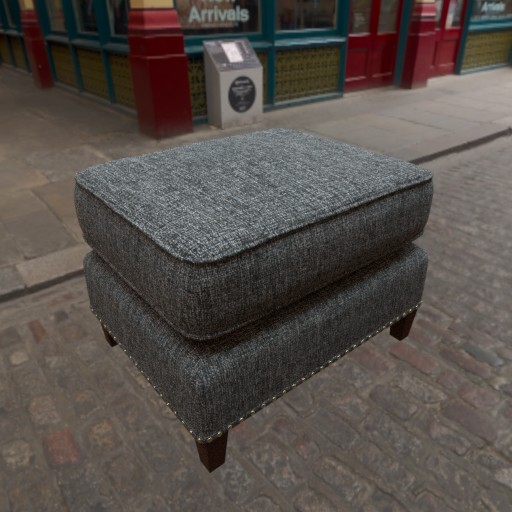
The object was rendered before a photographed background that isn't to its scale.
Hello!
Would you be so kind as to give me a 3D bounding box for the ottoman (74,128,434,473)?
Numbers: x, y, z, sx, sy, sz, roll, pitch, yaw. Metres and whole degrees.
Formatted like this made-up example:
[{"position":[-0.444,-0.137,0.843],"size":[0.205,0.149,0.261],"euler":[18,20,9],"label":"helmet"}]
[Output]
[{"position":[0.000,0.000,1.153],"size":[0.738,0.537,0.589],"euler":[-22,36,-33],"label":"ottoman"}]
